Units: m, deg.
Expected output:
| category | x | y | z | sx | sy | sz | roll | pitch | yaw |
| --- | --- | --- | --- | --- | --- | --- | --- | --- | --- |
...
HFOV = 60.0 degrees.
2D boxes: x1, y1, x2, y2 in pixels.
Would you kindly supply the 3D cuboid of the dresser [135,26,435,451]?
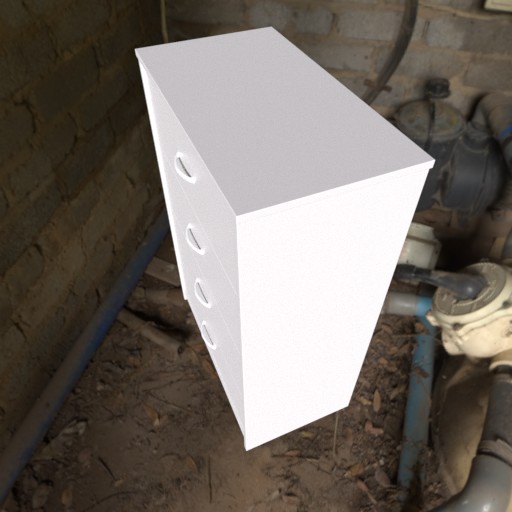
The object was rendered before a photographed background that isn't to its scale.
| category | x | y | z | sx | sy | sz | roll | pitch | yaw |
| --- | --- | --- | --- | --- | --- | --- | --- | --- | --- |
| dresser | 0.000 | 0.000 | 1.337 | 0.401 | 1.021 | 0.704 | -18 | 49 | -16 |
